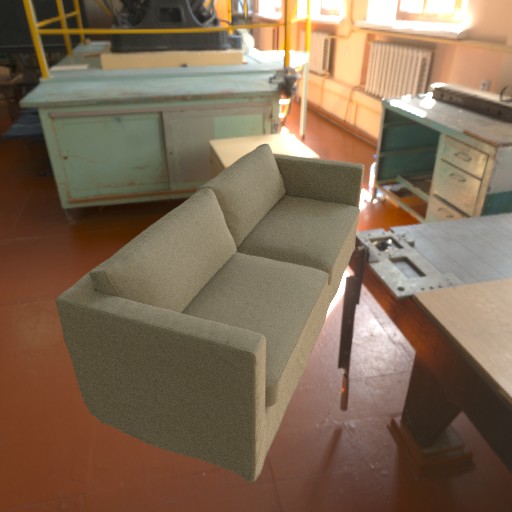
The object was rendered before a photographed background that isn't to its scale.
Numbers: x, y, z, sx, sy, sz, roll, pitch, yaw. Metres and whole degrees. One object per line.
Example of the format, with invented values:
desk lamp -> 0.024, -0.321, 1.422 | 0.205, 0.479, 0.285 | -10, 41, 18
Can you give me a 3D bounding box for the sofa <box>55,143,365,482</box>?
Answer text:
sofa -> 0.000, 0.000, 2.758 | 0.956, 0.847, 2.296 | 11, 32, 19
